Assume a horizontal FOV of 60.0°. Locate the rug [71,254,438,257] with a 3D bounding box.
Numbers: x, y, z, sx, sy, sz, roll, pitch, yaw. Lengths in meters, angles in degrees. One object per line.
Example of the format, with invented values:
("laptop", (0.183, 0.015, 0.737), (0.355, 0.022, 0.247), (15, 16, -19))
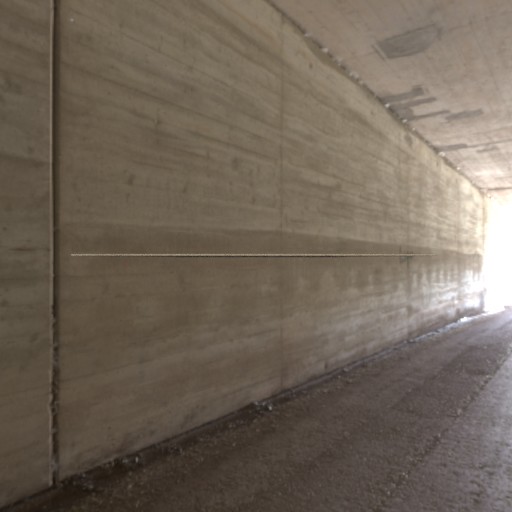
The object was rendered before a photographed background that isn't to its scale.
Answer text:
("rug", (0.000, 0.000, 3.047), (1.529, 0.012, 2.435), (0, 0, 0))
